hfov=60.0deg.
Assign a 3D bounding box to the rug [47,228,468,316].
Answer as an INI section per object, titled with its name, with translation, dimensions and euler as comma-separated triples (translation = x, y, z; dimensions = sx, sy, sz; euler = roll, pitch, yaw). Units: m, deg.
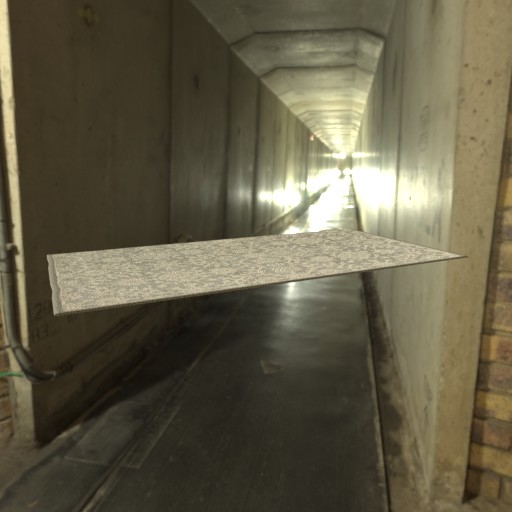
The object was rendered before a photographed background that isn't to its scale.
[rug]
translation = 0.000, 0.000, 3.595
dimensions = 3.048, 0.011, 1.546
euler = -6, 14, -25
